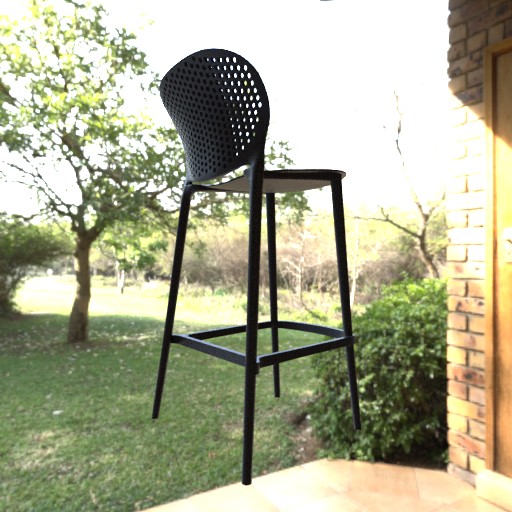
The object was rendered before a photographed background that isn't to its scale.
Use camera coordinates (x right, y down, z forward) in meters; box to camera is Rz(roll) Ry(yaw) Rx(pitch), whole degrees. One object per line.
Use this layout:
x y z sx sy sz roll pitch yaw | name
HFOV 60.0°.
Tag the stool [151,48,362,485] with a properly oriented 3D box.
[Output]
0.000 0.000 1.348 0.535 1.045 0.536 0 0 -36 | stool
